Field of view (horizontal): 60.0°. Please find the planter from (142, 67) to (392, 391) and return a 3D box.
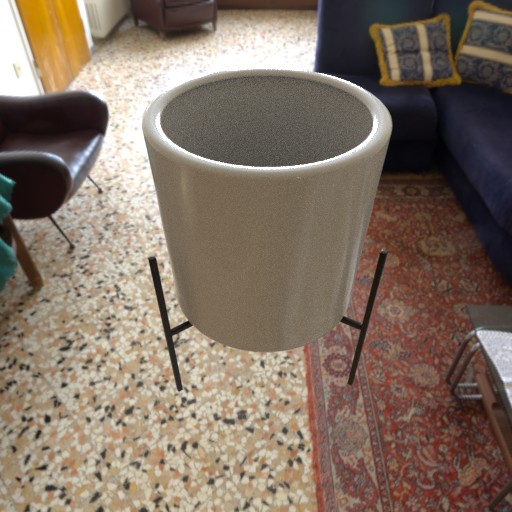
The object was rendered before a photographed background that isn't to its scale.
[{"bbox_3d":[0.000,0.000,0.639,0.308,0.431,0.307,-25,48,-25],"label":"planter"}]
